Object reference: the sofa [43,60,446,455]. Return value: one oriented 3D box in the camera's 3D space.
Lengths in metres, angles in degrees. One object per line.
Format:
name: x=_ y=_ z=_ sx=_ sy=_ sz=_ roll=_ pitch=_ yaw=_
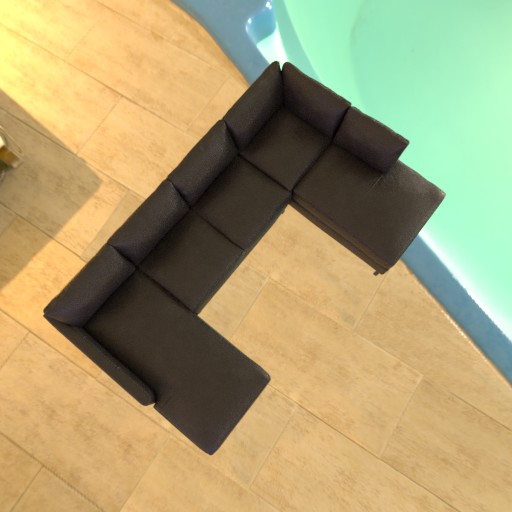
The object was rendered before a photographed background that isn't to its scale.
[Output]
sofa: x=0.000 y=0.000 z=3.784 sx=1.939 sy=0.900 sz=2.956 roll=38 pitch=78 yaw=9
